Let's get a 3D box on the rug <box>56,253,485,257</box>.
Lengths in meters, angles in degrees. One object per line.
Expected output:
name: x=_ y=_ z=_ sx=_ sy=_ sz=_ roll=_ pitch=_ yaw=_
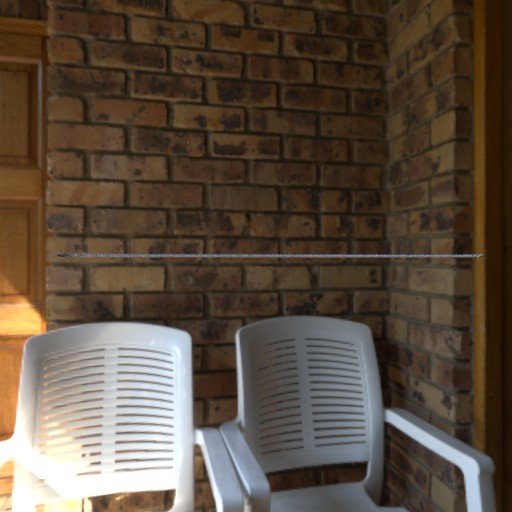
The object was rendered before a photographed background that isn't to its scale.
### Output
rug: x=0.000 y=0.000 z=3.030 sx=2.312 sy=0.017 sz=1.613 roll=0 pitch=0 yaw=-17
